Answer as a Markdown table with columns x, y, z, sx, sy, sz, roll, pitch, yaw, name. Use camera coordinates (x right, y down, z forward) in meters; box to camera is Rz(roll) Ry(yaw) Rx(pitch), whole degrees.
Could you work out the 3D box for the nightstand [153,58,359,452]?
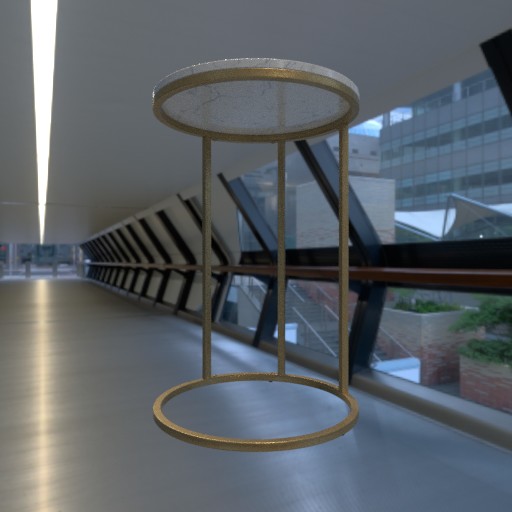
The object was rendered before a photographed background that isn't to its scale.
| x | y | z | sx | sy | sz | roll | pitch | yaw | name |
| --- | --- | --- | --- | --- | --- | --- | --- | --- | --- |
| 0.000 | 0.000 | 0.883 | 0.400 | 0.610 | 0.400 | 0 | 0 | 19 | nightstand |
